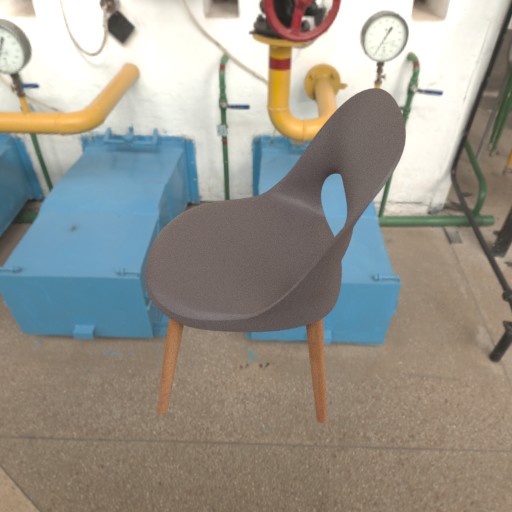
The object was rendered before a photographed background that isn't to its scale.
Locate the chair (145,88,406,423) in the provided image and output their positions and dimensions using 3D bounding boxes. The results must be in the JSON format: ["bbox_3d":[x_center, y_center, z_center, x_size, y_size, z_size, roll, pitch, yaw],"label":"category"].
[{"bbox_3d":[0.000,0.000,1.127,0.556,0.794,0.470,2,41,2],"label":"chair"}]
